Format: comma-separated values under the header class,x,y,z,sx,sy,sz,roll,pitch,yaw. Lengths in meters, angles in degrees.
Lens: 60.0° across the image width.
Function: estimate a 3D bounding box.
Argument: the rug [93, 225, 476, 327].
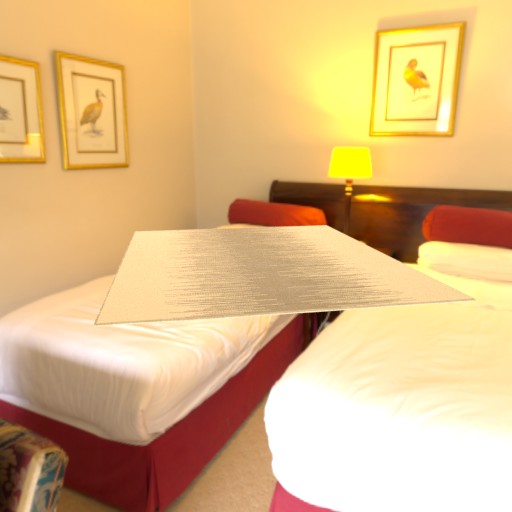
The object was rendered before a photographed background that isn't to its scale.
class,x,y,z,sx,sy,sz,roll,pitch,yaw
rug,0.000,0.000,4.189,2.453,0.010,3.037,-2,14,-10
